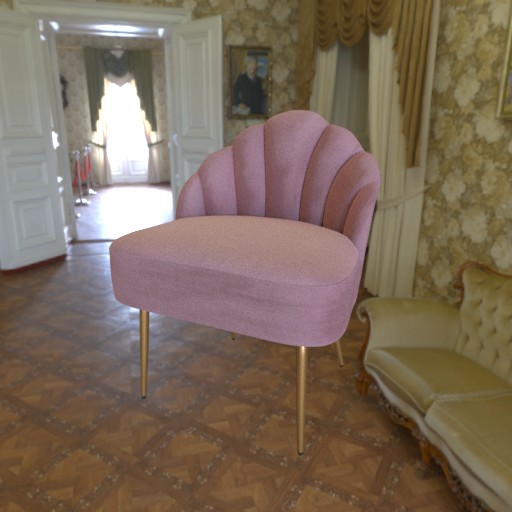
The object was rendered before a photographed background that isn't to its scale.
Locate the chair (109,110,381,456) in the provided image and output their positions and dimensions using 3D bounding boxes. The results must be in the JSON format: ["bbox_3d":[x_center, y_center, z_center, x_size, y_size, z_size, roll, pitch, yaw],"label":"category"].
[{"bbox_3d":[0.000,0.000,1.279,0.657,0.819,0.599,8,18,27],"label":"chair"}]
